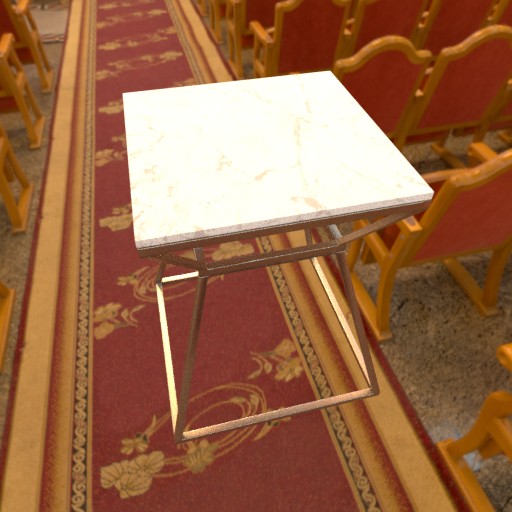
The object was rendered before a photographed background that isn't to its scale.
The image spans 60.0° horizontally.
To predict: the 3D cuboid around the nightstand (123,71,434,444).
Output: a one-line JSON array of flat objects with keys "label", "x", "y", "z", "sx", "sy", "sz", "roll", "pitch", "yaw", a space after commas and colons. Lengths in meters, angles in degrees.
[{"label": "nightstand", "x": 0.000, "y": 0.000, "z": 0.909, "sx": 0.455, "sy": 0.554, "sz": 0.455, "roll": -10, "pitch": 47, "yaw": -10}]
